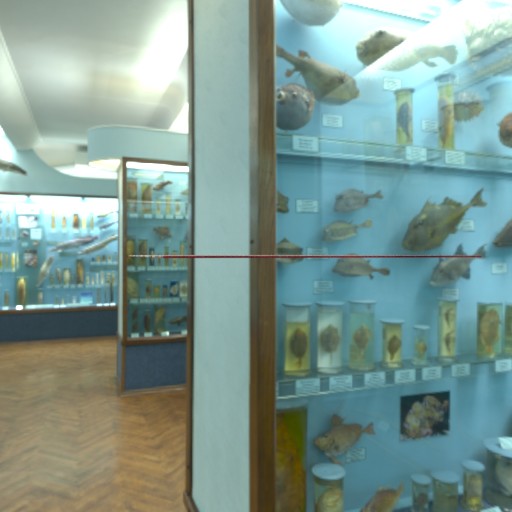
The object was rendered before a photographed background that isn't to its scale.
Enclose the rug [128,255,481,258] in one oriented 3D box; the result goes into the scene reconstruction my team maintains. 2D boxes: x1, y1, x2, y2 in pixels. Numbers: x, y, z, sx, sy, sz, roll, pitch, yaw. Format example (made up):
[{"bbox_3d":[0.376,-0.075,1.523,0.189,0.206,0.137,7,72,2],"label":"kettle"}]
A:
[{"bbox_3d":[0.000,0.000,2.372,1.223,0.008,1.817,0,0,-19],"label":"rug"}]
